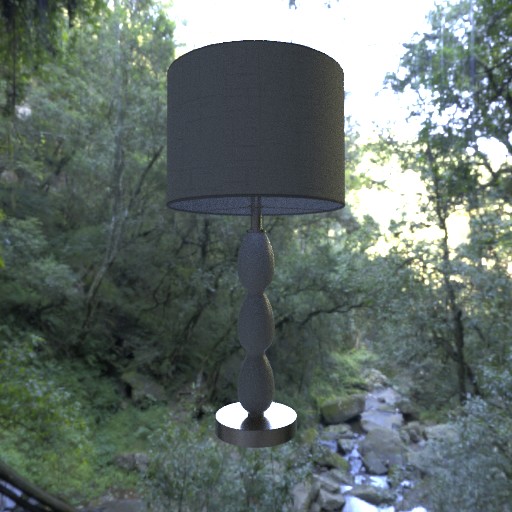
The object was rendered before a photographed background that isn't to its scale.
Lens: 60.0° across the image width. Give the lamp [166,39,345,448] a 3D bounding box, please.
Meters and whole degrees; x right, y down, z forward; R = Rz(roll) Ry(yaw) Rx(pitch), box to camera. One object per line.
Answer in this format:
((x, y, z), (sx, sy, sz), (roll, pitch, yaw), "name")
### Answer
((0.000, 0.000, 0.710), (0.280, 0.559, 0.282), (0, 0, 36), "lamp")
